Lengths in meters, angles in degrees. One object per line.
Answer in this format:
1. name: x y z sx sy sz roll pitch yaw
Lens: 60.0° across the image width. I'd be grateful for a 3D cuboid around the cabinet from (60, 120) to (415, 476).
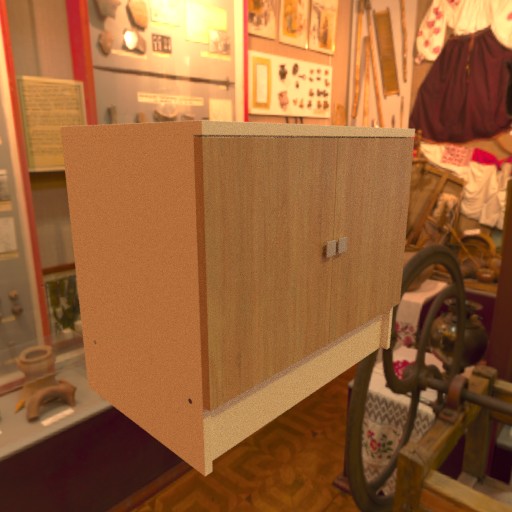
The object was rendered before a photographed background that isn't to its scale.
1. cabinet: 0.000 0.000 0.939 0.400 0.522 0.600 13 20 41
